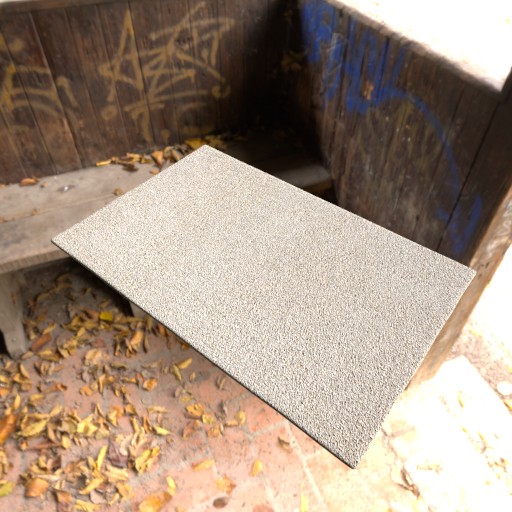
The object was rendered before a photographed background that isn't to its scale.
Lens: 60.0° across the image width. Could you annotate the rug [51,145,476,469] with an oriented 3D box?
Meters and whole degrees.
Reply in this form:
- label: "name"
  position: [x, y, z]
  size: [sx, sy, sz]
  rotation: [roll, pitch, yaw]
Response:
- label: "rug"
  position: [0.000, 0.000, 3.375]
  size: [2.743, 0.030, 1.778]
  rotation: [30, 53, 26]
